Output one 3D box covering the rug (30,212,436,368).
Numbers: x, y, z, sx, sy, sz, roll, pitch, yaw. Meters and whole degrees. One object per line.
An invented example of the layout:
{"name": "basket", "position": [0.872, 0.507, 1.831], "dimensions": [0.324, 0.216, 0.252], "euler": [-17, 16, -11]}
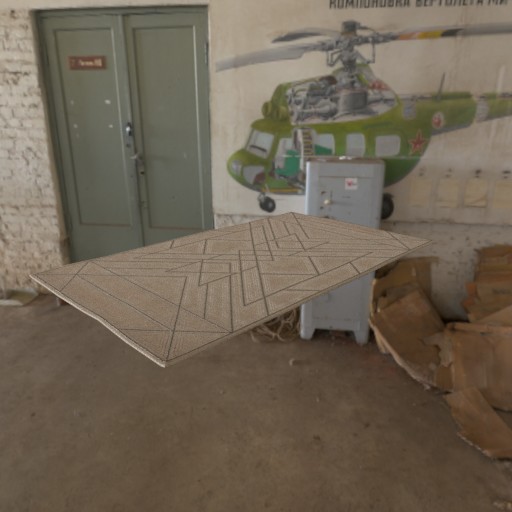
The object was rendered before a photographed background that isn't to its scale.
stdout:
{"name": "rug", "position": [0.000, 0.000, 1.071], "dimensions": [0.511, 0.008, 0.869], "euler": [17, 25, 42]}
